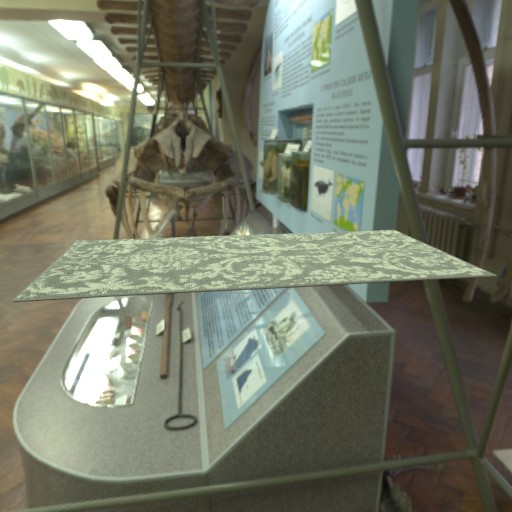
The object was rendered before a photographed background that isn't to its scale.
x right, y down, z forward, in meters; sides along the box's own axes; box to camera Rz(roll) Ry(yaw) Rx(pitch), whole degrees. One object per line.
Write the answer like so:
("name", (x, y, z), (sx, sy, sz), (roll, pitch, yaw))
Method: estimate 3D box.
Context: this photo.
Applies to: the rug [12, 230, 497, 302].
("rug", (0.000, 0.000, 1.386), (1.219, 0.007, 0.604), (-2, 15, -9))
